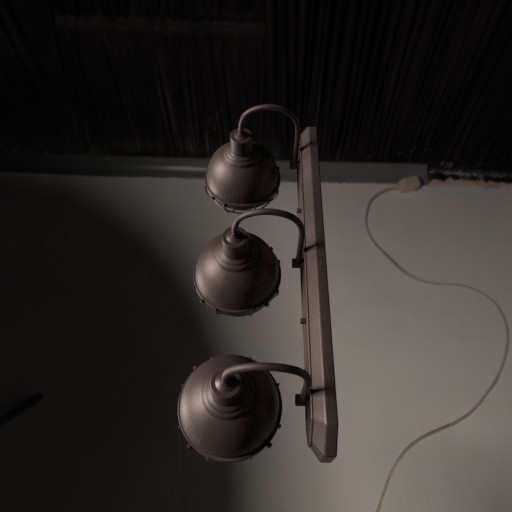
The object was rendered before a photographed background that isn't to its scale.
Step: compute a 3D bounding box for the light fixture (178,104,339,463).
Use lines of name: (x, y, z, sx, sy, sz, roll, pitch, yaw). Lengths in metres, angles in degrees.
light fixture: (0.000, 0.000, 0.762, 0.229, 0.254, 0.634, 1, 57, 1)
